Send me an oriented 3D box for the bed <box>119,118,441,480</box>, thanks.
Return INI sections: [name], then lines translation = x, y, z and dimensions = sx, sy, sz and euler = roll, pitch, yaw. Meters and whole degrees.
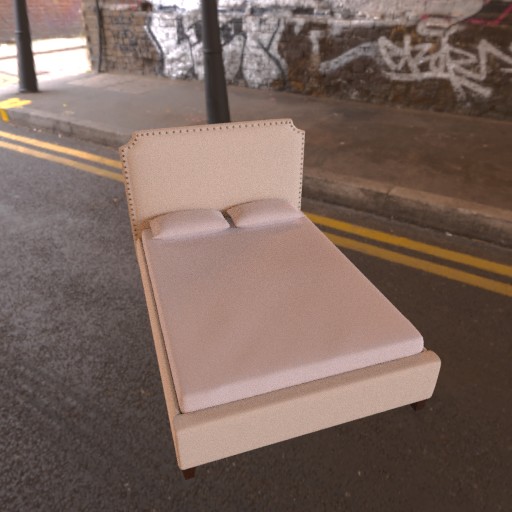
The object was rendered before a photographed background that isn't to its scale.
[bed]
translation = 0.000, 0.000, 3.375
dimensions = 1.712, 1.443, 2.372
euler = -10, 32, -16
